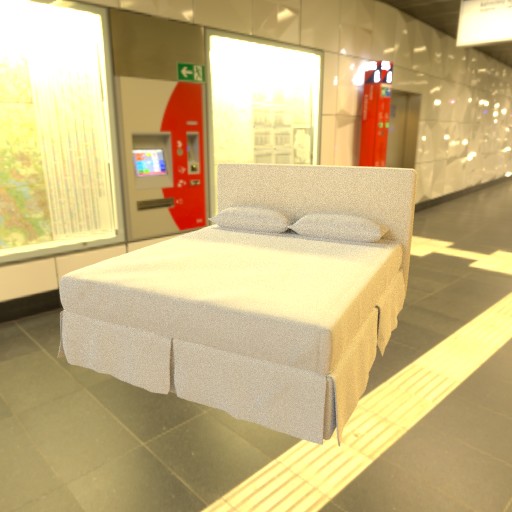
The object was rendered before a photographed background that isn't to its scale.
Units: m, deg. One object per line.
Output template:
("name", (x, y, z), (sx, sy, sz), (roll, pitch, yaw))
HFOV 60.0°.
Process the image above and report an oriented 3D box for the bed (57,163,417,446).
("bed", (0.000, 0.000, 3.572), (2.119, 1.317, 2.341), (8, 17, 26))
